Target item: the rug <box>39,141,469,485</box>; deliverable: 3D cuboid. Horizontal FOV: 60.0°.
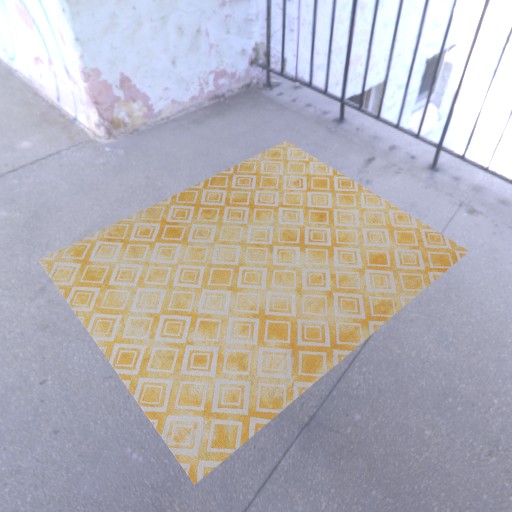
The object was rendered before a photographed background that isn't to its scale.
[{"bbox_3d":[0.000,0.000,3.991,3.037,0.011,2.433,-32,54,-27],"label":"rug"}]
